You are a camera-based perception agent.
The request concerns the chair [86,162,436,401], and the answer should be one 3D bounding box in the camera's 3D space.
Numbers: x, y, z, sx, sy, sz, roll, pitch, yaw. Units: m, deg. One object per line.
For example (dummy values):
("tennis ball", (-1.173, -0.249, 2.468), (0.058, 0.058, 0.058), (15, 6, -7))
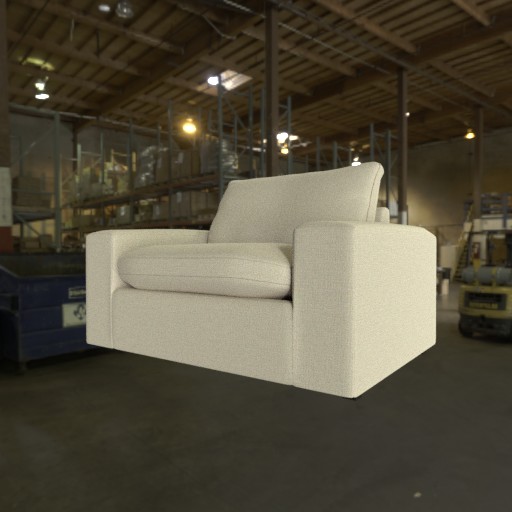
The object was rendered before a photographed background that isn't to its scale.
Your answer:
("chair", (0.000, 0.000, 2.117), (1.398, 0.915, 1.039), (1, 1, 36))
